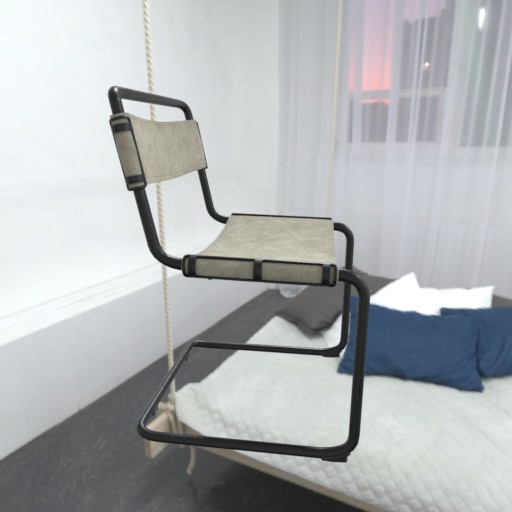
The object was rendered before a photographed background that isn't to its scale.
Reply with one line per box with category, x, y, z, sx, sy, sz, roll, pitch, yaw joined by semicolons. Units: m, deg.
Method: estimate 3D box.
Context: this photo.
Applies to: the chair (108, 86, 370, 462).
chair;0.000;0.000;1.075;0.497;0.747;0.499;2;16;8
